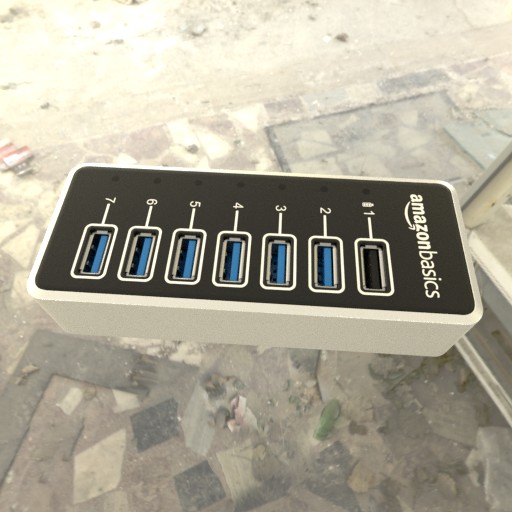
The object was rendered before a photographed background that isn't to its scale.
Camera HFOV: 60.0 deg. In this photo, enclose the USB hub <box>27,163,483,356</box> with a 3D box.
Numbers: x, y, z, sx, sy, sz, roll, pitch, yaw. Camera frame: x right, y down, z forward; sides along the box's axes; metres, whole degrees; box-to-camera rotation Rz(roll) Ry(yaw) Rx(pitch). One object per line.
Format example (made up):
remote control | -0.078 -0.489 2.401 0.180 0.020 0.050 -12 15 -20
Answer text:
USB hub | 0.000 0.000 0.125 0.110 0.023 0.044 3 58 2
